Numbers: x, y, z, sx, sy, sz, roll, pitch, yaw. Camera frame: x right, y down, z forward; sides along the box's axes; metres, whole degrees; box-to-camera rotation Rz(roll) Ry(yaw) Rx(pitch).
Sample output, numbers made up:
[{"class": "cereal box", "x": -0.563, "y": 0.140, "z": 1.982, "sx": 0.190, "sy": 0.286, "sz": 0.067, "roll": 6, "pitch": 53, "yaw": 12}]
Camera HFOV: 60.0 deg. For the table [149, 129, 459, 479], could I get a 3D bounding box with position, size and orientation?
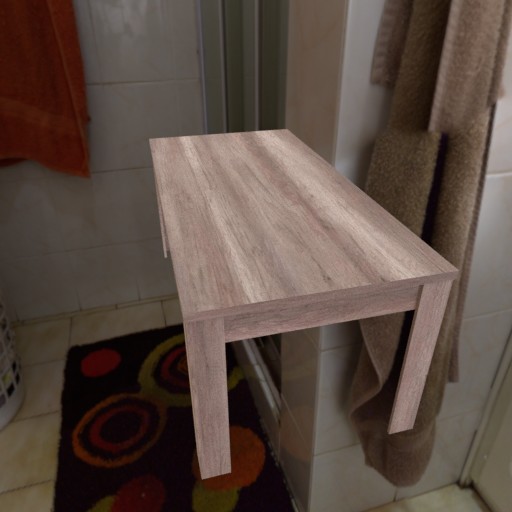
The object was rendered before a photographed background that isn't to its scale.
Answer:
[{"class": "table", "x": 0.000, "y": 0.000, "z": 2.300, "sx": 0.900, "sy": 0.790, "sz": 1.800, "roll": -8, "pitch": 32, "yaw": -13}]
